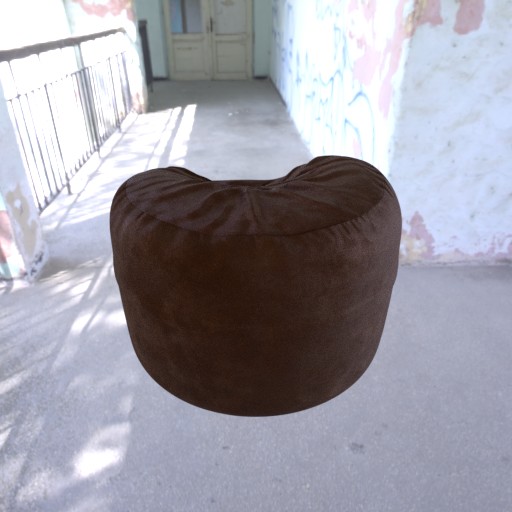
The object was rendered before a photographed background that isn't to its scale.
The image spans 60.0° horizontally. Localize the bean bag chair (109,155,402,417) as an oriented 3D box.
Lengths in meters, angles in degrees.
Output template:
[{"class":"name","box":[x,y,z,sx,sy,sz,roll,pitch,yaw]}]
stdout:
[{"class":"bean bag chair","box":[0.000,0.000,1.499,0.918,0.616,0.918,0,30,0]}]
